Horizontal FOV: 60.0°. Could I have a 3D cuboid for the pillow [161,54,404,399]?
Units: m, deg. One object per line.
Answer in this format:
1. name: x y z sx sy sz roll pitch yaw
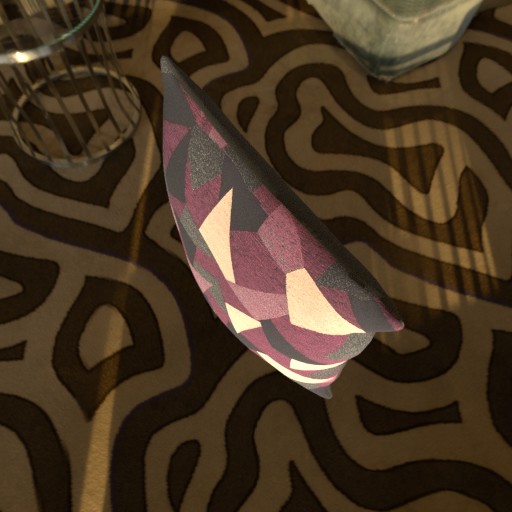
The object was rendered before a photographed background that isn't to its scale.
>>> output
1. pillow: 0.000 0.000 0.762 0.208 0.496 0.503 -33 69 -15
